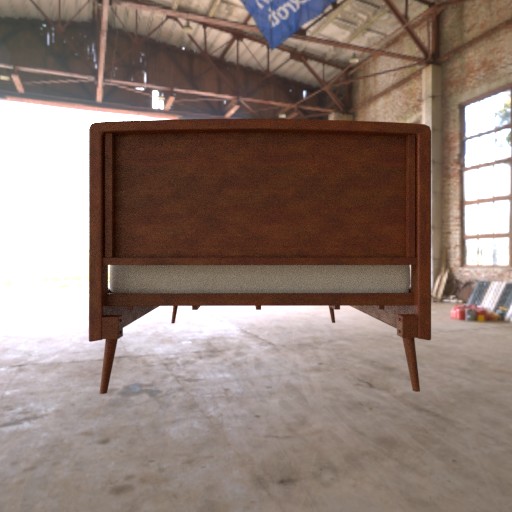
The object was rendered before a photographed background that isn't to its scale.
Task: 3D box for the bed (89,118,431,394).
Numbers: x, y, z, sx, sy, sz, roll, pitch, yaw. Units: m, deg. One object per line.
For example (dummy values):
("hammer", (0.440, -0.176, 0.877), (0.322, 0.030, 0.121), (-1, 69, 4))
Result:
("bed", (0.000, 0.000, 3.144), (1.587, 1.275, 2.196), (0, 0, -1))
